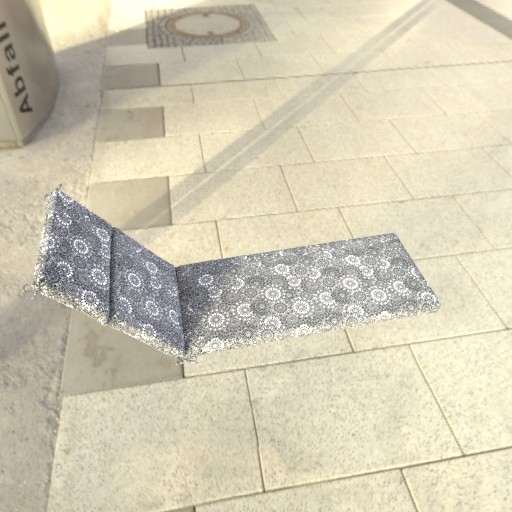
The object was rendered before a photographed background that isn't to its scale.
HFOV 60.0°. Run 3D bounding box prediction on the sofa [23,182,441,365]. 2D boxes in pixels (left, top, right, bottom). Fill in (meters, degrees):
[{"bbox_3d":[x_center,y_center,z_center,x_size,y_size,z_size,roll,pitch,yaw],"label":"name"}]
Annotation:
[{"bbox_3d":[0.000,0.000,1.936,1.663,0.622,0.582,-9,46,-9],"label":"sofa"}]
